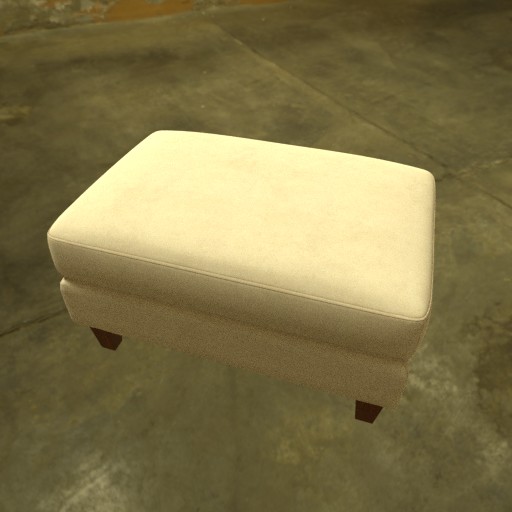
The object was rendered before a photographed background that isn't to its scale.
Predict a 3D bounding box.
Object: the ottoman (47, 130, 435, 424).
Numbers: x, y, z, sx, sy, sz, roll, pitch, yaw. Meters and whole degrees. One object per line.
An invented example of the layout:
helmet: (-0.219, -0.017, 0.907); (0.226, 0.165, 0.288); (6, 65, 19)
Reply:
ottoman: (0.000, 0.000, 1.215); (0.864, 0.483, 0.584); (12, 42, 13)
